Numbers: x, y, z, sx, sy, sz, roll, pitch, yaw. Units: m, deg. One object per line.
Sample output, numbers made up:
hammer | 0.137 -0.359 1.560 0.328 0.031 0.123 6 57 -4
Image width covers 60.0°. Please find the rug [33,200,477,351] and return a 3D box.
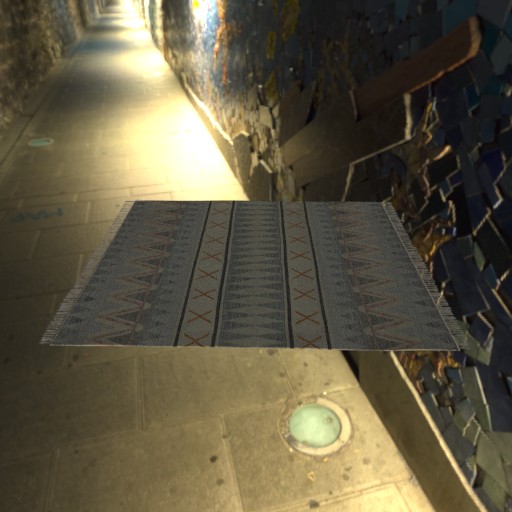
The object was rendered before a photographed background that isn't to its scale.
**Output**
rug | 0.000 0.000 3.991 3.000 0.012 2.371 1 32 1
